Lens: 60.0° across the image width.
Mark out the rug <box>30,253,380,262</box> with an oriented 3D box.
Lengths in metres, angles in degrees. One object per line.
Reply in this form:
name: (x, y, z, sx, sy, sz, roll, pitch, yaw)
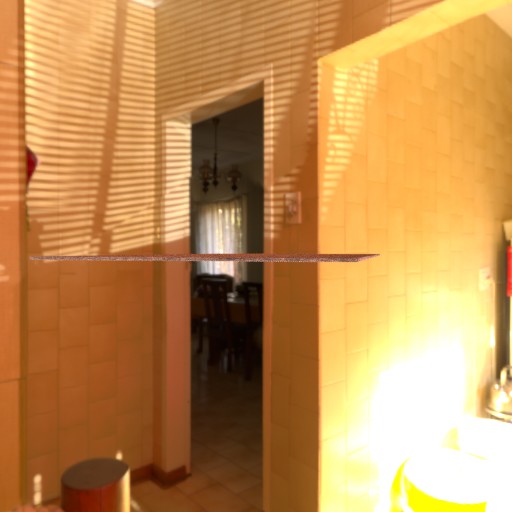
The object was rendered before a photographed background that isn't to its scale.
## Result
rug: (0.000, 0.000, 2.350, 1.208, 0.012, 1.819, 0, 1, 18)
